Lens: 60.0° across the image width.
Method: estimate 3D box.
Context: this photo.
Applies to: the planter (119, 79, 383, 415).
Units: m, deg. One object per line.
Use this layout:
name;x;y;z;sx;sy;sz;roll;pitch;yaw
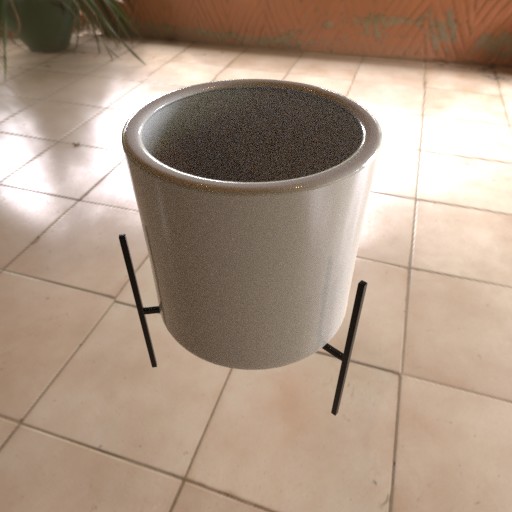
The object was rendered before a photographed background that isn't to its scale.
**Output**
planter;0.000;0.000;0.735;0.360;0.480;0.361;11;42;13
